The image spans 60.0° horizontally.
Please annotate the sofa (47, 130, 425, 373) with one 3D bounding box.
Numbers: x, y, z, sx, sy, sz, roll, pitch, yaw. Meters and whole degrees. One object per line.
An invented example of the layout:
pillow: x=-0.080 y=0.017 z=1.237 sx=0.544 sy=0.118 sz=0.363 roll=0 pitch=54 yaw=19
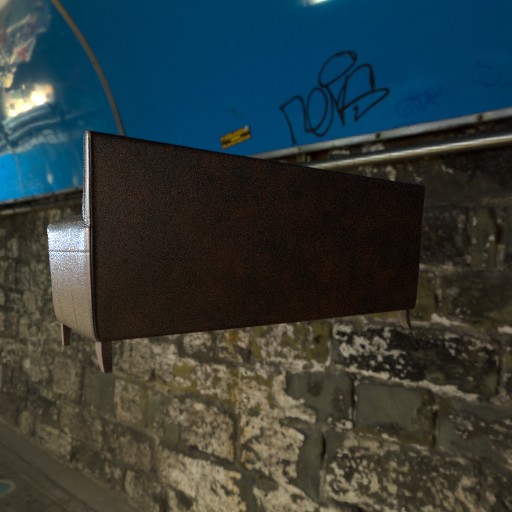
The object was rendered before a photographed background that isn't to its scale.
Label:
sofa: x=0.000 y=0.000 z=2.429 sx=1.995 sy=0.871 sz=0.786 roll=0 pitch=-1 yaw=-36
